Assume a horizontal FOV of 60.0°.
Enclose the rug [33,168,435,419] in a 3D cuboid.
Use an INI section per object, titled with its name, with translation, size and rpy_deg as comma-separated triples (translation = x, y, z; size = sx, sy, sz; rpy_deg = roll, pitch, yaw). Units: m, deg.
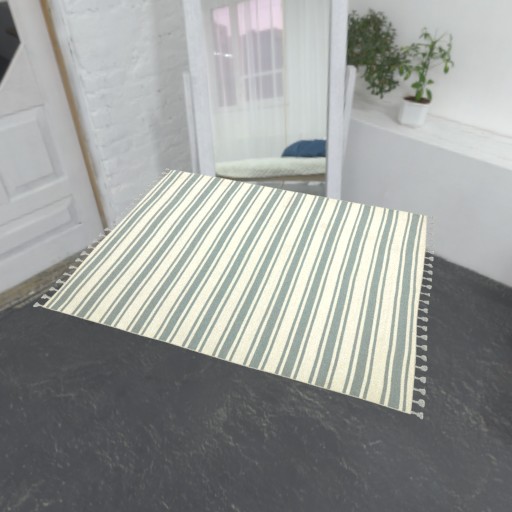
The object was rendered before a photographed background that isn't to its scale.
[rug]
translation = 0.000, 0.000, 4.213
size = 3.201, 0.005, 2.439
rpy_deg = 13, 42, 14
